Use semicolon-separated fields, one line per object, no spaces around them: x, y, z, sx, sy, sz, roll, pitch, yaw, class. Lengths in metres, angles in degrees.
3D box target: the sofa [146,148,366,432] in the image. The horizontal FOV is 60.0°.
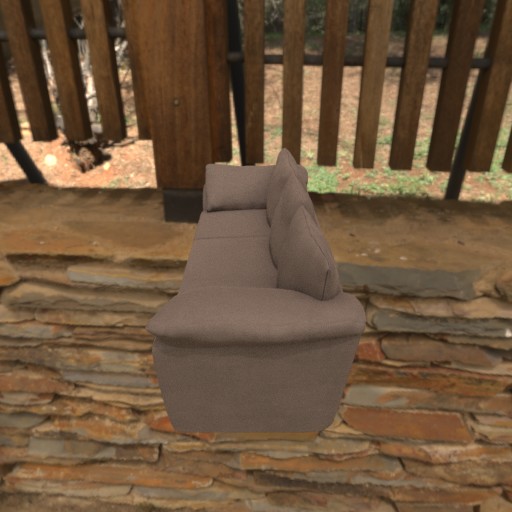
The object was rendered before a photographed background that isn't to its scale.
0.000;0.000;2.850;0.893;0.981;2.377;0;26;0;sofa
